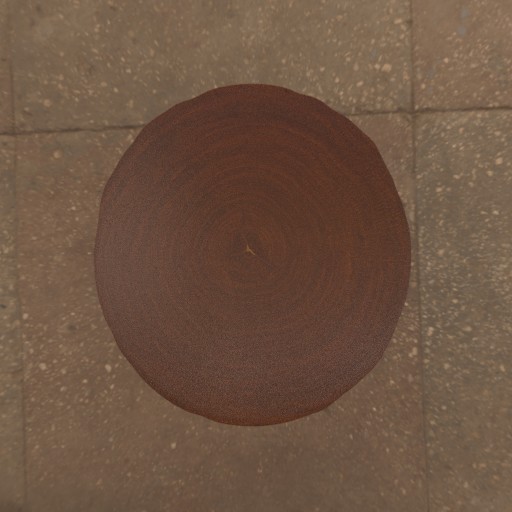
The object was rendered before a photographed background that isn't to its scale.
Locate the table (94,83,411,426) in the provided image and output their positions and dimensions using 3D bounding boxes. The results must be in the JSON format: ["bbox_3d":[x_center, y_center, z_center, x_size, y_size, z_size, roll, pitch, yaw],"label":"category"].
[{"bbox_3d":[0.000,0.000,0.754,0.380,0.450,0.410,0,89,2],"label":"table"}]
